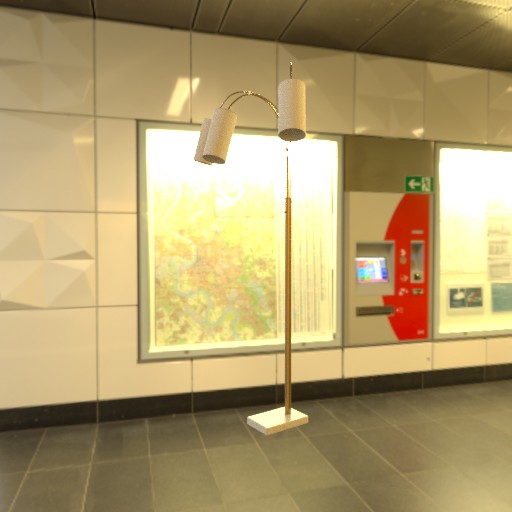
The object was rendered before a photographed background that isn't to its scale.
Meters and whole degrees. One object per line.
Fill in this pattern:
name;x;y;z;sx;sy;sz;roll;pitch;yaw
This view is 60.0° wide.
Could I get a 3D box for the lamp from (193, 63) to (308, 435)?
lamp;0.000;0.000;2.569;0.667;2.055;1.020;-1;2;-35
